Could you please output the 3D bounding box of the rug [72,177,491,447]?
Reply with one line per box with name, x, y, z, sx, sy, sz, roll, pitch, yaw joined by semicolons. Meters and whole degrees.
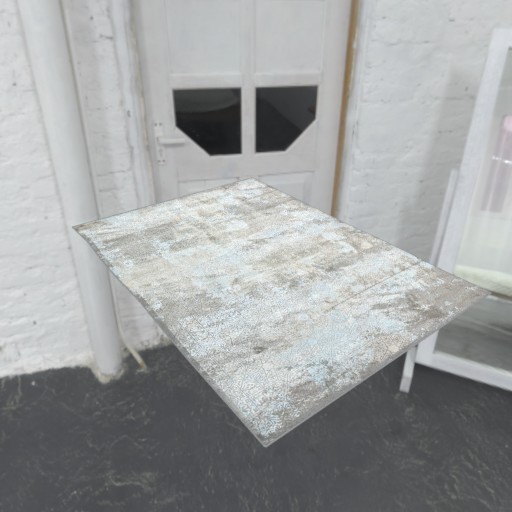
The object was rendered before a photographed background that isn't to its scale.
rug;0.000;0.000;4.169;2.393;0.013;3.307;-21;37;-31
